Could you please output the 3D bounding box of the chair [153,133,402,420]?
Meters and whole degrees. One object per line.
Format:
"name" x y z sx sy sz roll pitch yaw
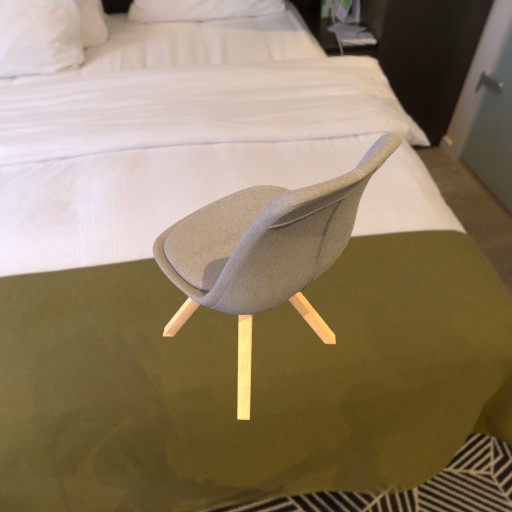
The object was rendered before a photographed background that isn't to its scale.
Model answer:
"chair" 0.000 0.000 1.196 0.474 0.863 0.549 -33 55 -27
